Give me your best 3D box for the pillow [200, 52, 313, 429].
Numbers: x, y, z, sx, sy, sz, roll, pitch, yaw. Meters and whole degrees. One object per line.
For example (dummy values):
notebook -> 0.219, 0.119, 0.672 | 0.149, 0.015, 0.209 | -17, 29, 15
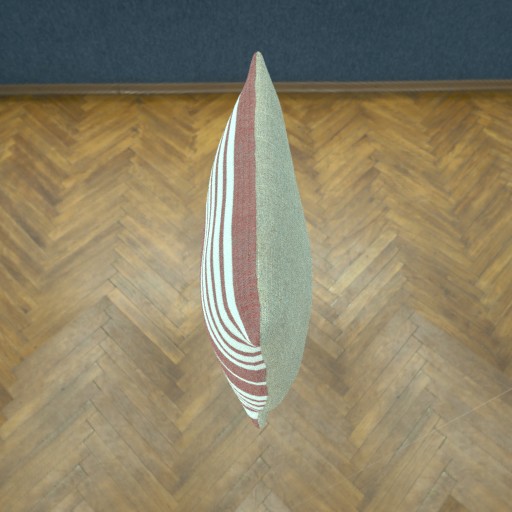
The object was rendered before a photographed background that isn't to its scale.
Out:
pillow -> 0.000, 0.000, 0.694 | 0.182, 0.427, 0.439 | 0, 59, 0
